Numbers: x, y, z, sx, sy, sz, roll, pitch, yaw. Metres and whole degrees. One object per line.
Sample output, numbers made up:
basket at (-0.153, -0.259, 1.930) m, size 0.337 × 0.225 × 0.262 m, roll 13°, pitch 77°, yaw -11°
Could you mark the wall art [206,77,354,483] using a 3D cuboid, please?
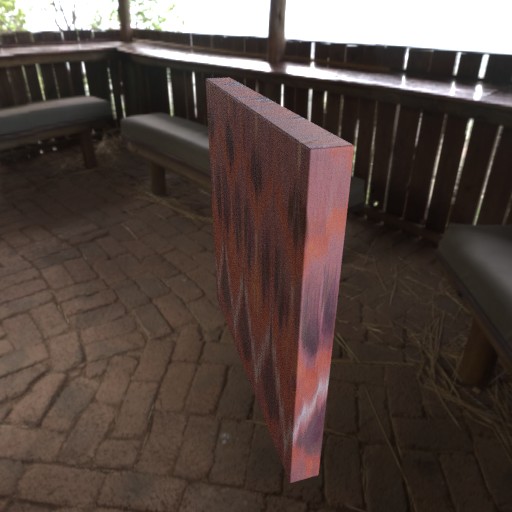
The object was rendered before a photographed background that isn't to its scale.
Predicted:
wall art at (0.000, 0.000, 0.607) m, size 0.038 × 0.406 × 0.403 m, roll -8°, pitch 30°, yaw -15°
